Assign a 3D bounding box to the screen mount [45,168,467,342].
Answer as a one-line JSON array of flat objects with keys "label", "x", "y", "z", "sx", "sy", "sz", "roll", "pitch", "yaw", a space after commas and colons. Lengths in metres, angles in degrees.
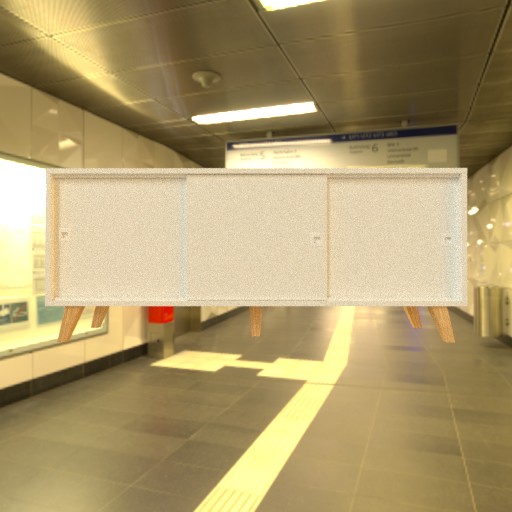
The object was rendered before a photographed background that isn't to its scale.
[{"label": "screen mount", "x": 0.000, "y": 0.000, "z": 1.764, "sx": 1.490, "sy": 0.619, "sz": 0.400, "roll": 0, "pitch": 0, "yaw": 0}]
